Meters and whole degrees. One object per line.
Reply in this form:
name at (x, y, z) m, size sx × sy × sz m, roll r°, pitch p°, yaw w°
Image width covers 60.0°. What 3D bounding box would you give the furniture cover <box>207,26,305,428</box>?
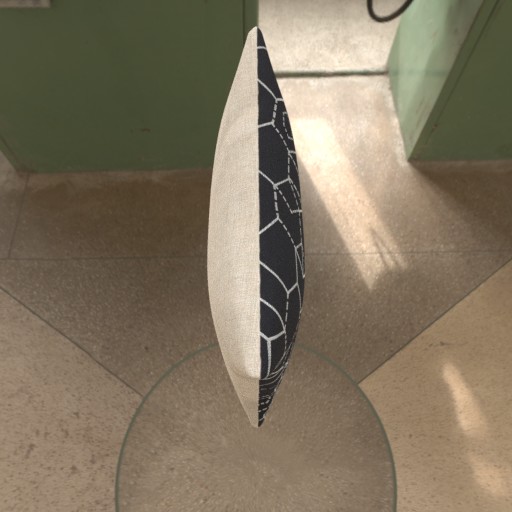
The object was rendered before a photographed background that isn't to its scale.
furniture cover at (0.000, 0.000, 0.771) m, size 0.158 × 0.508 × 0.517 m, roll 0°, pitch 64°, yaw 0°
